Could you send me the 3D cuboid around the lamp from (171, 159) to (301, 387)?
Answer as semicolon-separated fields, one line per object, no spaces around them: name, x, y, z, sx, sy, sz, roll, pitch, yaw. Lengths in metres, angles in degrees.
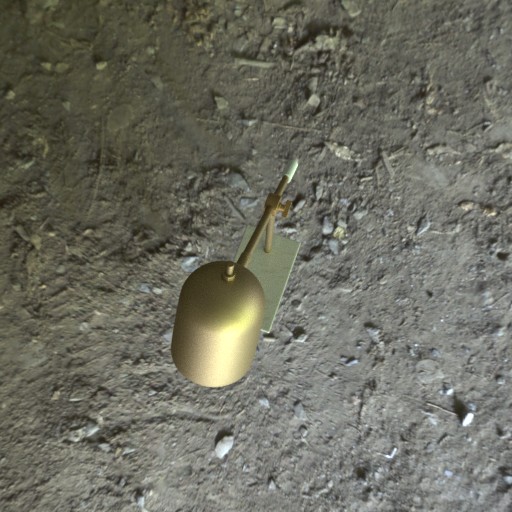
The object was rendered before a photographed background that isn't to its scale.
lamp;0.000;0.000;0.826;0.144;0.603;0.471;19;77;5
